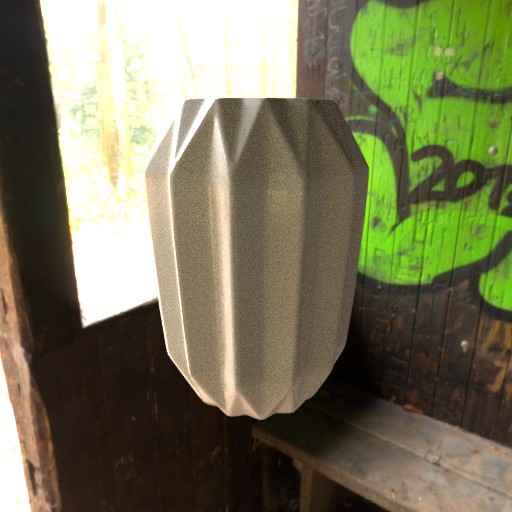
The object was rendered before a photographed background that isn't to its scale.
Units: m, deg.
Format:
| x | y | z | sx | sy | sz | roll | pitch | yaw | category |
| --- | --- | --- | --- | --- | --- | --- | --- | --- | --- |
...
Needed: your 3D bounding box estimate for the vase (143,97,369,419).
| x | y | z | sx | sy | sz | roll | pitch | yaw | category |
| --- | --- | --- | --- | --- | --- | --- | --- | --- | --- |
| 0.000 | 0.000 | 0.415 | 0.195 | 0.275 | 0.195 | 0 | 17 | 0 | vase |
